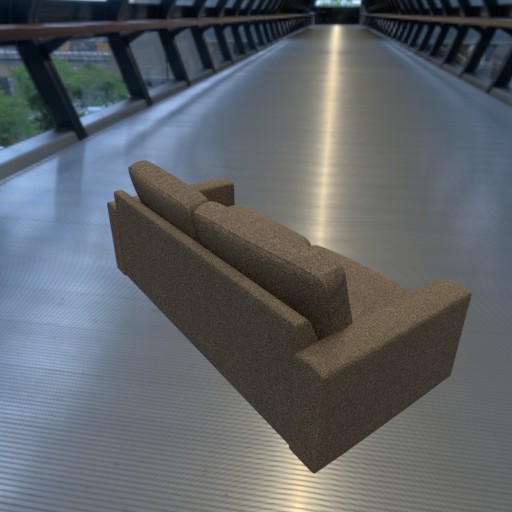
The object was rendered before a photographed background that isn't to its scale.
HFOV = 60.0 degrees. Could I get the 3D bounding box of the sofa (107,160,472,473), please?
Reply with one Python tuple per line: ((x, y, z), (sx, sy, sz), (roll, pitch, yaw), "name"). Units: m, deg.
((0.000, 0.000, 2.662), (1.016, 0.873, 2.179), (-19, 33, -32), "sofa")
